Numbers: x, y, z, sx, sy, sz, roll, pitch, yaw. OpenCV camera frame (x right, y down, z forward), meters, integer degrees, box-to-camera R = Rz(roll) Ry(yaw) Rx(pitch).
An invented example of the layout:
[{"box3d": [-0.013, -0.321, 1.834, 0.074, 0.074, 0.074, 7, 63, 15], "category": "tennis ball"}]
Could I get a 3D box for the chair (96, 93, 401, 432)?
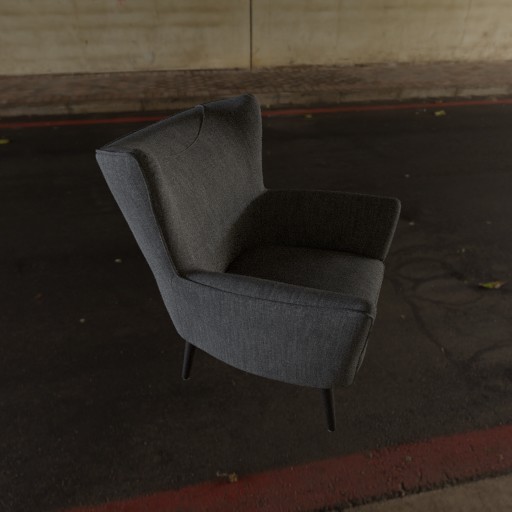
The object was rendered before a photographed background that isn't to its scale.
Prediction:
[{"box3d": [0.000, 0.000, 1.557, 0.888, 0.933, 0.781, 11, 33, 18], "category": "chair"}]
